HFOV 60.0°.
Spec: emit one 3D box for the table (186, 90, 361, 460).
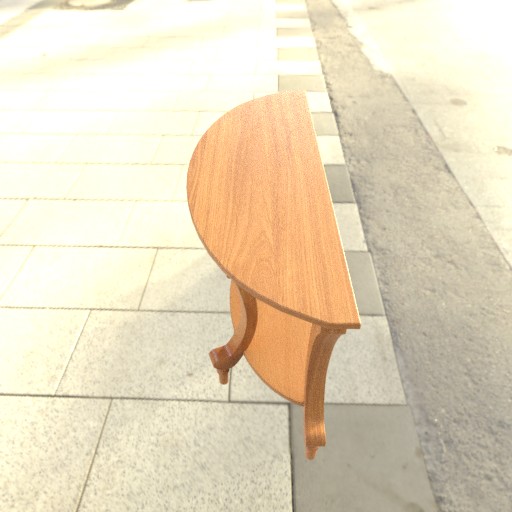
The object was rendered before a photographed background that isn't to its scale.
[{"bbox_3d":[0.000,0.000,1.519,0.394,0.692,1.198,0,41,0],"label":"table"}]
